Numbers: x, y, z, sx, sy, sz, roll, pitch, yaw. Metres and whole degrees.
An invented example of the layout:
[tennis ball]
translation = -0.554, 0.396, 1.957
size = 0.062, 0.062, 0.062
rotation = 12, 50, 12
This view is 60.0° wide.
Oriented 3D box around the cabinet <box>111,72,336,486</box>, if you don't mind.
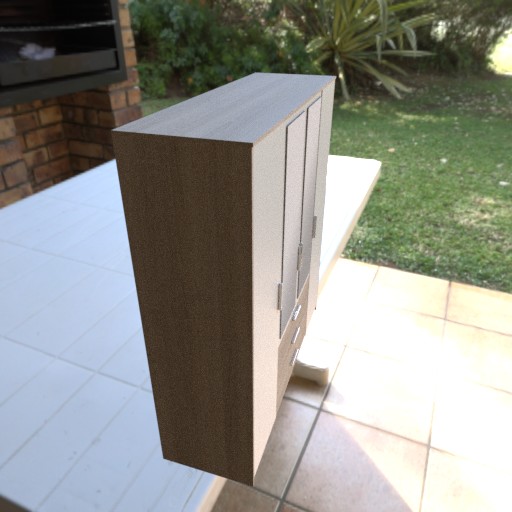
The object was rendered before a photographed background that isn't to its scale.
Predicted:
[cabinet]
translation = 0.000, 0.000, 2.988
size = 0.620, 2.060, 1.870
rotation = 9, 31, 16
